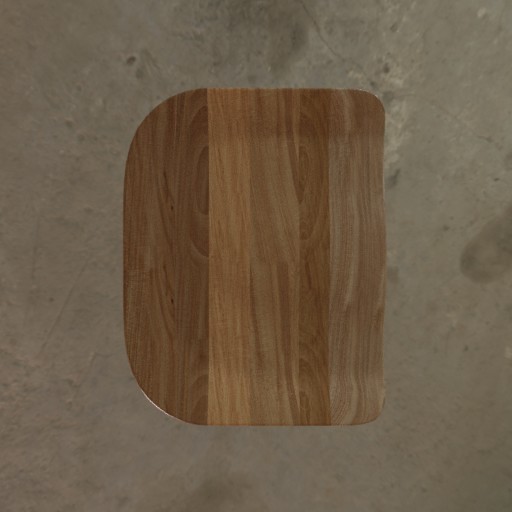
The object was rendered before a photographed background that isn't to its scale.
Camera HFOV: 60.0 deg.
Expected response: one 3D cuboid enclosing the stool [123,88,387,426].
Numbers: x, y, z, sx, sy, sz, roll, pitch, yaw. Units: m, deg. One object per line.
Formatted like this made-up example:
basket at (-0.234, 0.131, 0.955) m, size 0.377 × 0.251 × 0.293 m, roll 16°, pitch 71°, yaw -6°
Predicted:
stool at (0.000, 0.000, 0.881) m, size 0.322 × 0.698 × 0.407 m, roll 0°, pitch 90°, yaw 0°
